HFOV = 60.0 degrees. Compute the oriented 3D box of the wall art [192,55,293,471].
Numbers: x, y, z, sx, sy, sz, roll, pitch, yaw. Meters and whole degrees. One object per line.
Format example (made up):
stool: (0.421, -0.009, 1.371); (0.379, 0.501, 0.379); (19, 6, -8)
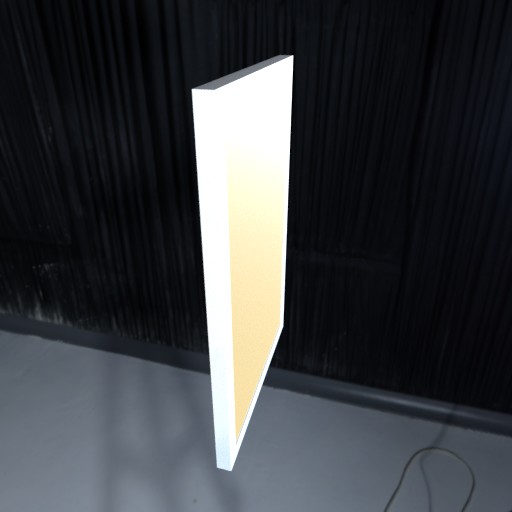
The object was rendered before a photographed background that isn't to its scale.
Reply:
wall art: (0.000, 0.000, 1.164); (0.039, 0.915, 0.612); (8, 30, 13)
